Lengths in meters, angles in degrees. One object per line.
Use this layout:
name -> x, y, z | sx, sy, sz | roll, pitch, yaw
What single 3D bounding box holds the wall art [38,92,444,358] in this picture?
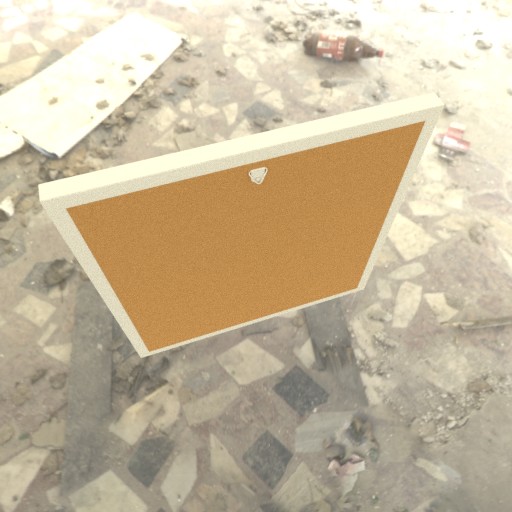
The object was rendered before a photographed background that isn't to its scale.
wall art -> 0.000, 0.000, 1.123 | 0.761, 0.762, 0.050 | -16, 59, -10
